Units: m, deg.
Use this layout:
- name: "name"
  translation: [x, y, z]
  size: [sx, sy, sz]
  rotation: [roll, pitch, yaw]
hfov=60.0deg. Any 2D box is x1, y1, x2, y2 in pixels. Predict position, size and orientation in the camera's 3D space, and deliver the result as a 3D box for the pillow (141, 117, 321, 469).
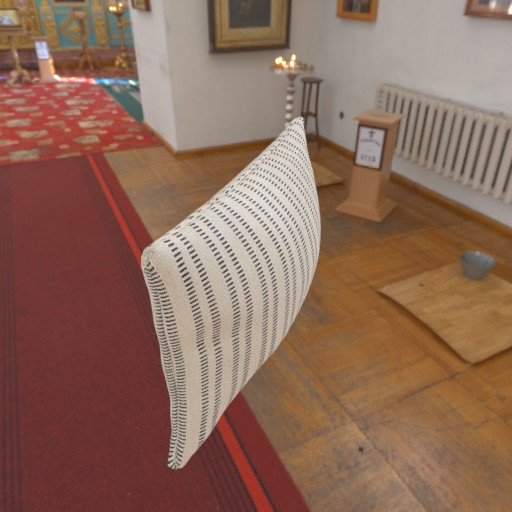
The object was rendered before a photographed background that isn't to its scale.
- name: "pillow"
  translation: [0.000, 0.000, 0.788]
  size: [0.210, 0.353, 0.640]
  rotation: [10, 31, 16]
